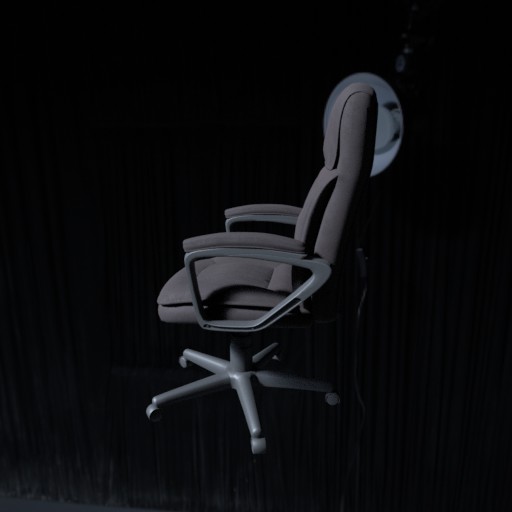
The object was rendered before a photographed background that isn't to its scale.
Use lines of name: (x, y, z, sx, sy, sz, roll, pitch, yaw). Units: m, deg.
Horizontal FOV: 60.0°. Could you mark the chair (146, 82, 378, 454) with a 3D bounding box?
chair: (0.000, 0.000, 1.545, 0.724, 1.105, 0.667, 2, 15, 8)
